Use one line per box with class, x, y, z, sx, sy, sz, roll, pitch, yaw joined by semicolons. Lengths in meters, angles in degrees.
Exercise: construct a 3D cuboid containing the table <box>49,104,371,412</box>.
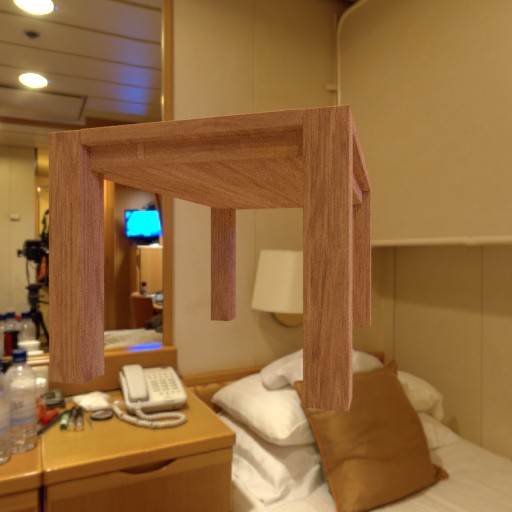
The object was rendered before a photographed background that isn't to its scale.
table;0.000;0.000;1.891;0.900;0.760;1.400;0;0;17
